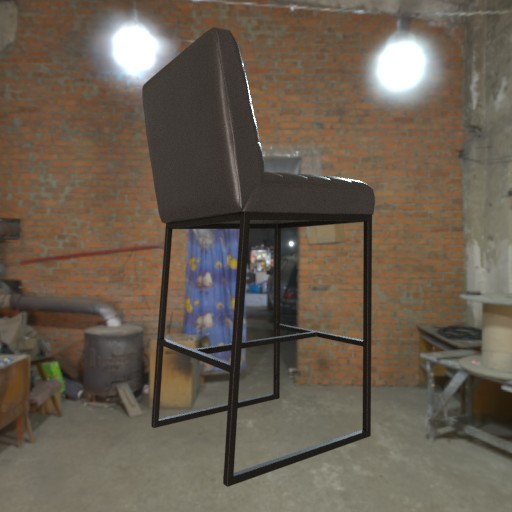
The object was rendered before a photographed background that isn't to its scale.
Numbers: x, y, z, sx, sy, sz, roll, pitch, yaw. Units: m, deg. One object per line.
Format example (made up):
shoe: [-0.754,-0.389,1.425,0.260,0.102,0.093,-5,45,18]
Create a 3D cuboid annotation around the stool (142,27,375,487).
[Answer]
stool: [0.000,0.000,1.311,0.552,1.040,0.457,0,0,-36]
